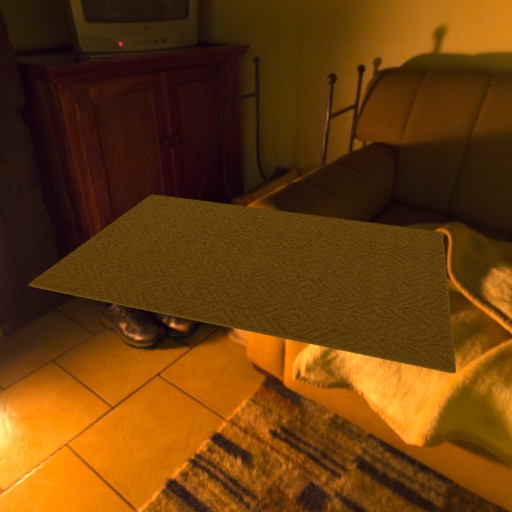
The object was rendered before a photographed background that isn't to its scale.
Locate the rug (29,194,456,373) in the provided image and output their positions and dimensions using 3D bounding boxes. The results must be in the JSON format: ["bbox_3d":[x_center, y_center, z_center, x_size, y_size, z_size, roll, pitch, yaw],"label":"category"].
[{"bbox_3d":[0.000,0.000,3.004,2.438,0.008,1.523,9,31,15],"label":"rug"}]
